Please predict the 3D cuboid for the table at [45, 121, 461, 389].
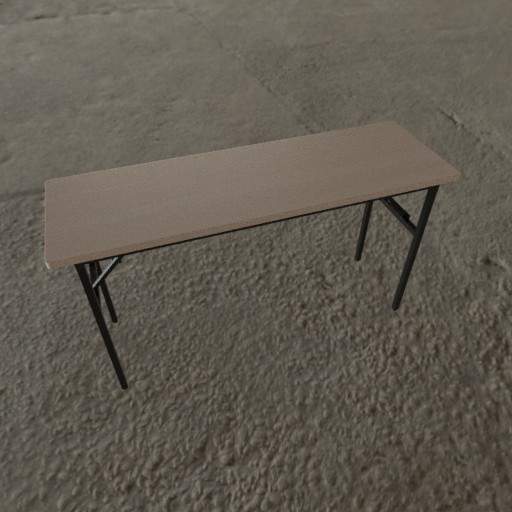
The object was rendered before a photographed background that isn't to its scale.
[{"bbox_3d":[0.000,0.000,1.808,1.397,0.750,0.447,-13,44,-14],"label":"table"}]
